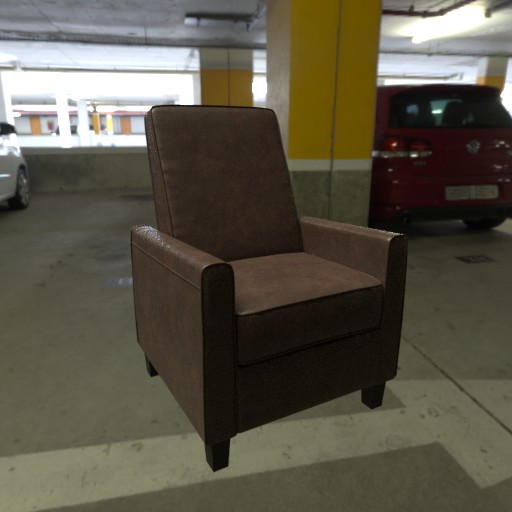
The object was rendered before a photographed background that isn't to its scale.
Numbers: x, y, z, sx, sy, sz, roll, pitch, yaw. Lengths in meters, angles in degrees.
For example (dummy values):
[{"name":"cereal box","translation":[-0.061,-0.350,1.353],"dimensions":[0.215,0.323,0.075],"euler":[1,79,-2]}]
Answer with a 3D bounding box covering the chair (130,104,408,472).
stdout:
[{"name":"chair","translation":[0.000,0.000,1.527],"dimensions":[0.705,1.013,0.746],"euler":[-9,18,-28]}]
